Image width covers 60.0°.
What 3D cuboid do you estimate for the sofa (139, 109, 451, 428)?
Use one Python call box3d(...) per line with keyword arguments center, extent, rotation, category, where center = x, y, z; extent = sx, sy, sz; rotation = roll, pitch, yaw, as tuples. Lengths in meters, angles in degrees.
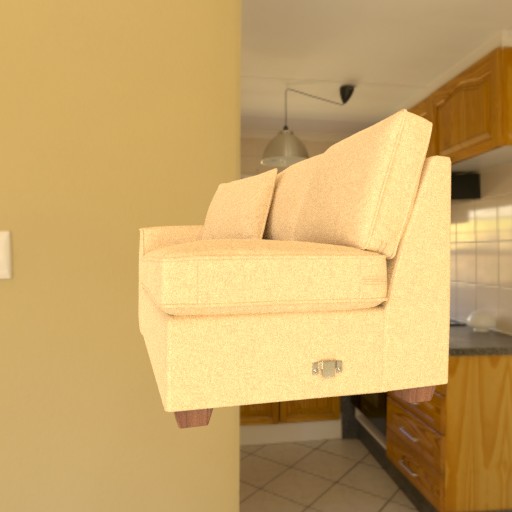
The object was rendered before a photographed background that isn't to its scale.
box3d(center=(0.000, 0.000, 1.997), extent=(0.991, 0.989, 1.388), rotation=(0, 0, -17), category="sofa")
